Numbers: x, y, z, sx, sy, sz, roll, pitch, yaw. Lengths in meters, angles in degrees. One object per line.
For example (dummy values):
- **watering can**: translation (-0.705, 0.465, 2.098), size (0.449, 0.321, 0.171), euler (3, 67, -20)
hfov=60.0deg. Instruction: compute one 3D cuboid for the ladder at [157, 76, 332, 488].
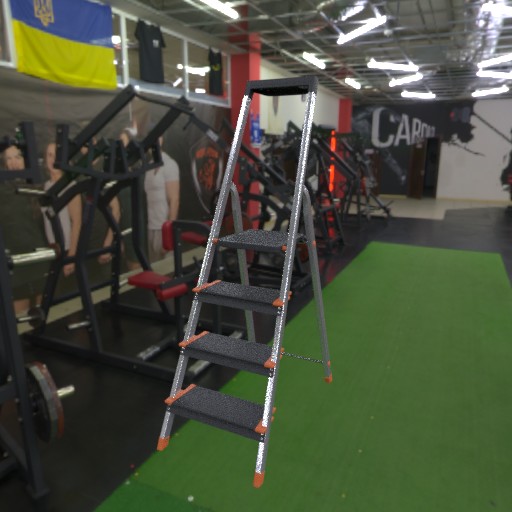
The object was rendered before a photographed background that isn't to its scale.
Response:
- **ladder**: translation (0.000, 0.000, 1.828), size (0.452, 1.429, 0.834), euler (7, 15, 26)
